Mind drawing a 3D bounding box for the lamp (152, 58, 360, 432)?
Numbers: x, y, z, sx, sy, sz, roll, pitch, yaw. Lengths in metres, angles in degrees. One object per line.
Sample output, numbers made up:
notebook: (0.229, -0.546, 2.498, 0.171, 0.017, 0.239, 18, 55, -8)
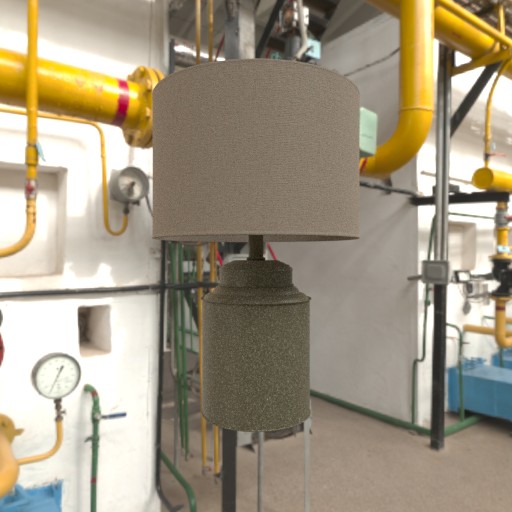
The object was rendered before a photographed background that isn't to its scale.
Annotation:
lamp: (0.000, 0.000, 0.697, 0.318, 0.486, 0.318, 0, 0, 0)
